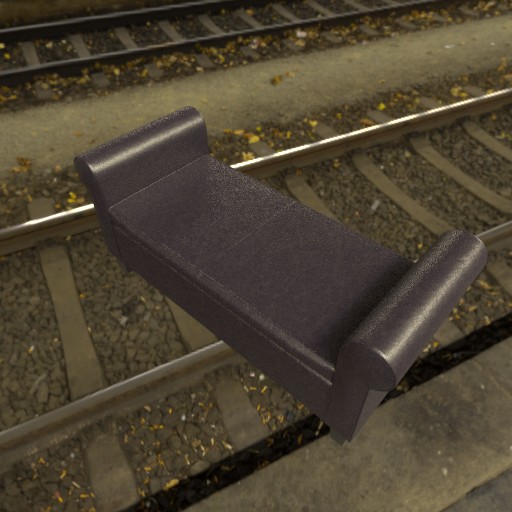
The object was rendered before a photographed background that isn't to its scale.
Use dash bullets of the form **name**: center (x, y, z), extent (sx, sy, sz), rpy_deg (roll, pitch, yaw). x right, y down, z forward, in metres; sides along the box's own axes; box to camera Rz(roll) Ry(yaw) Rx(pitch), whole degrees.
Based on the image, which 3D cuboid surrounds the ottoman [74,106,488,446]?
- **ottoman**: center (0.000, 0.000, 1.527), extent (1.256, 0.547, 0.521), rpy_deg (32, 53, 28)
